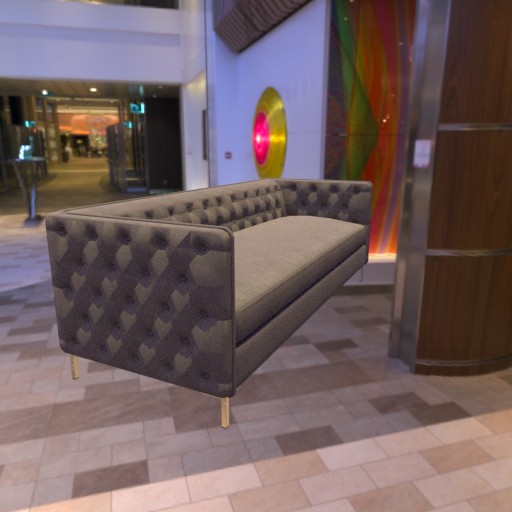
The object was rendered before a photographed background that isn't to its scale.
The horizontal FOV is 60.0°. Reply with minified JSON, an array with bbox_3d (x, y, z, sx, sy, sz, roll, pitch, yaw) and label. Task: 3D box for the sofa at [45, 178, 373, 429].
[{"bbox_3d":[0.000,0.000,2.654,0.895,0.771,2.209,7,16,26],"label":"sofa"}]
